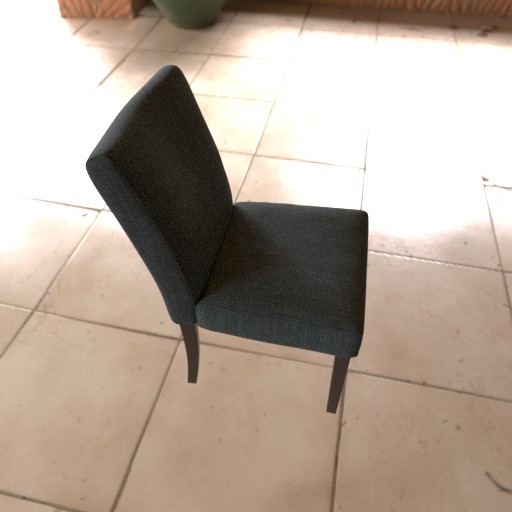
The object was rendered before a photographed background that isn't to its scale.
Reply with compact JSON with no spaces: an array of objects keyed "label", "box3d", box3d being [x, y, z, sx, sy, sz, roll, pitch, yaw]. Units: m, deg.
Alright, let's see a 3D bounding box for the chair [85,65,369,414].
[{"label":"chair","box3d":[0.000,0.000,1.275,0.629,0.884,0.487,8,47,8]}]
